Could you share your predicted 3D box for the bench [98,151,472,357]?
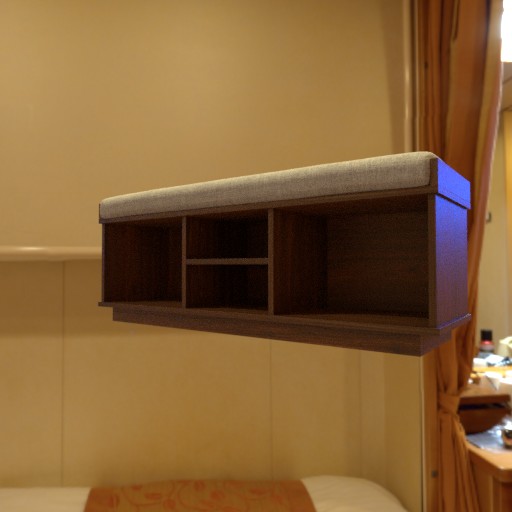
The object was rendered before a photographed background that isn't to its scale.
[{"bbox_3d":[0.000,0.000,1.424,1.196,0.468,0.367,-1,-2,36],"label":"bench"}]
